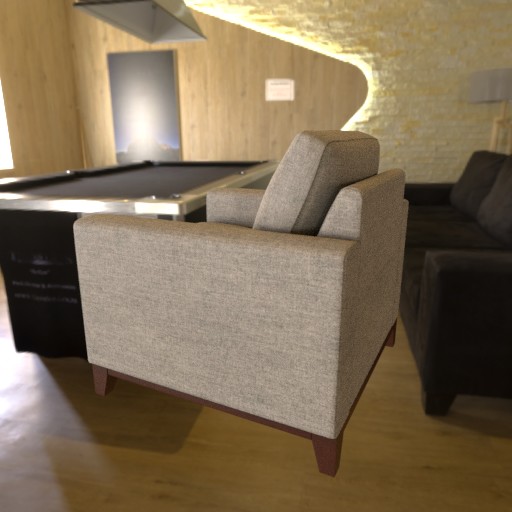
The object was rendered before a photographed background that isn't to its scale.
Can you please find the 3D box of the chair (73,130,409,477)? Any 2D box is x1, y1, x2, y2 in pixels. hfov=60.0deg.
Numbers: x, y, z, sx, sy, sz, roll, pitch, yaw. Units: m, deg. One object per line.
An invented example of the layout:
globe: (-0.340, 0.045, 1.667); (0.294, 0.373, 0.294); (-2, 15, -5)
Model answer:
chair: (0.000, 0.000, 1.847); (1.038, 1.010, 1.024); (8, 18, 26)
